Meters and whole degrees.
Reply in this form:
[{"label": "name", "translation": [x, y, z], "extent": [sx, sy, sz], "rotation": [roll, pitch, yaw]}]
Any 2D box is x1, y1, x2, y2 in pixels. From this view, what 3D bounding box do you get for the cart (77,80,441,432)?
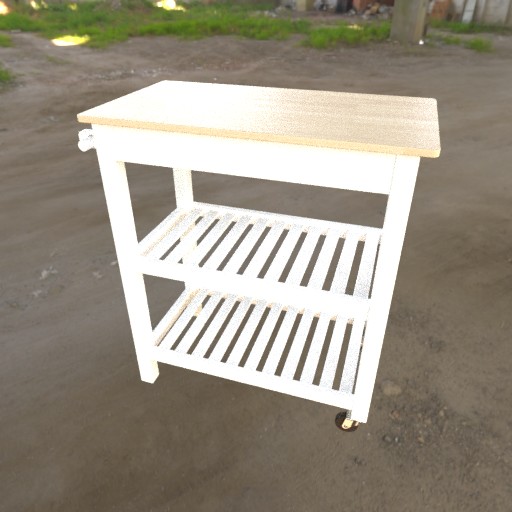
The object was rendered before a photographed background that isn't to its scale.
[{"label": "cart", "translation": [0.000, 0.000, 1.403], "extent": [0.899, 0.927, 0.457], "rotation": [10, 33, 15]}]
